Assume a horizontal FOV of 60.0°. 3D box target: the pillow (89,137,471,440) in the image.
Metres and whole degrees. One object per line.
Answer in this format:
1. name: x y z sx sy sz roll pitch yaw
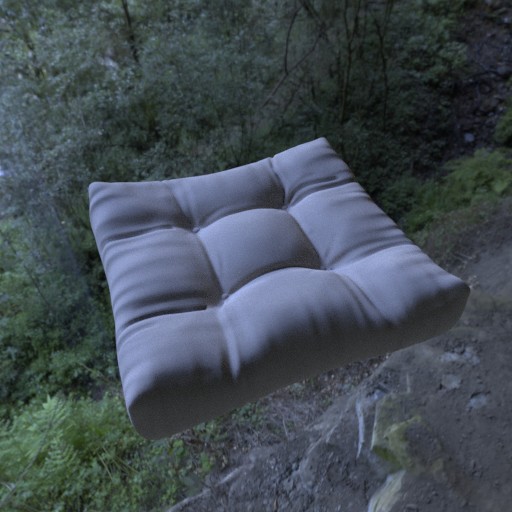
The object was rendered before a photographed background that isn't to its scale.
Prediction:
1. pillow: 0.000 0.000 0.734 0.490 0.128 0.468 -15 48 -15
